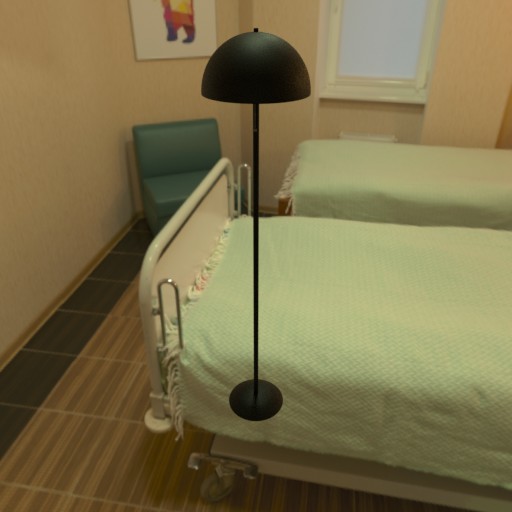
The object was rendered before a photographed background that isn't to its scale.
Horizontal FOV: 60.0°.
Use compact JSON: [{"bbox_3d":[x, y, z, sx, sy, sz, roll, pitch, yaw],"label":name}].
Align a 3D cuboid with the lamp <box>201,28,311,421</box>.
[{"bbox_3d":[0.000,0.000,1.616,0.328,1.480,0.328,-10,31,-17],"label":"lamp"}]
